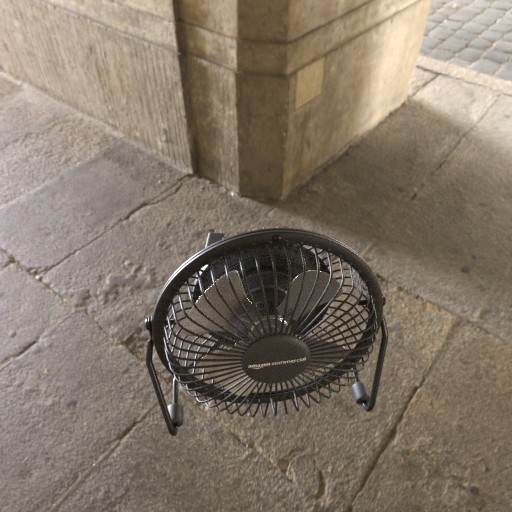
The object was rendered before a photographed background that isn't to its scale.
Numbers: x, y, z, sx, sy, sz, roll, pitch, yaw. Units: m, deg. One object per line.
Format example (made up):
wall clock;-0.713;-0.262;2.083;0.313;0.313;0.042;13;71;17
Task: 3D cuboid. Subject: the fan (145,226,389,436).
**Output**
fan;0.000;0.000;0.317;0.153;0.152;0.202;-5;48;-5
